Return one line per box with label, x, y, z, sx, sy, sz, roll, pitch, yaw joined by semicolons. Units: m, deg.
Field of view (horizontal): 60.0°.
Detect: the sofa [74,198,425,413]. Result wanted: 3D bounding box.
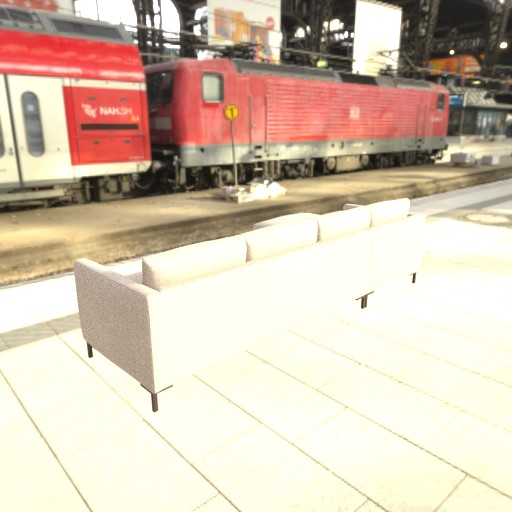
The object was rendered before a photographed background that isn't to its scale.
sofa;0.000;0.000;3.619;2.923;0.816;1.469;-15;23;-42
